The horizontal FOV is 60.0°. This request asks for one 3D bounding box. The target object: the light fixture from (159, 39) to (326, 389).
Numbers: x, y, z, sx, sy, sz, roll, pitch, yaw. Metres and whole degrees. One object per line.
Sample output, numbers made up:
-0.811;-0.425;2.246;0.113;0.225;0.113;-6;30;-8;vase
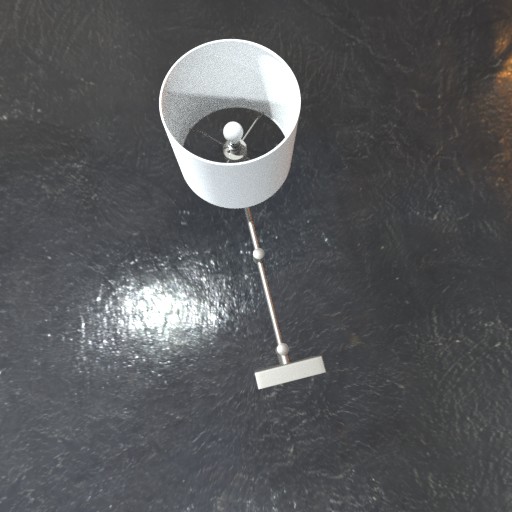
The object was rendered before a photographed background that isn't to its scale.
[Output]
0.000;0.000;0.917;0.203;0.651;0.516;-13;77;-3;light fixture
